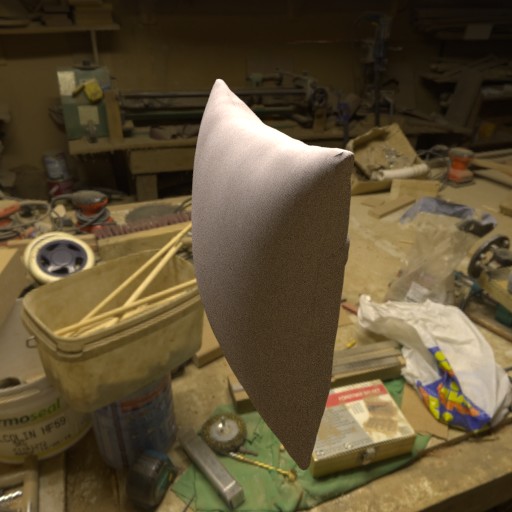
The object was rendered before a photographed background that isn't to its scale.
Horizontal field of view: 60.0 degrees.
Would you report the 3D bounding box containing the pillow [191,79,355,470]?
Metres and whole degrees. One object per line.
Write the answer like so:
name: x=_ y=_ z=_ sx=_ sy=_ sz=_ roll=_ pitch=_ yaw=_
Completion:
pillow: x=0.000 y=0.000 z=0.662 sx=0.173 sy=0.436 sz=0.433 roll=-10 pitch=32 yaw=-17
